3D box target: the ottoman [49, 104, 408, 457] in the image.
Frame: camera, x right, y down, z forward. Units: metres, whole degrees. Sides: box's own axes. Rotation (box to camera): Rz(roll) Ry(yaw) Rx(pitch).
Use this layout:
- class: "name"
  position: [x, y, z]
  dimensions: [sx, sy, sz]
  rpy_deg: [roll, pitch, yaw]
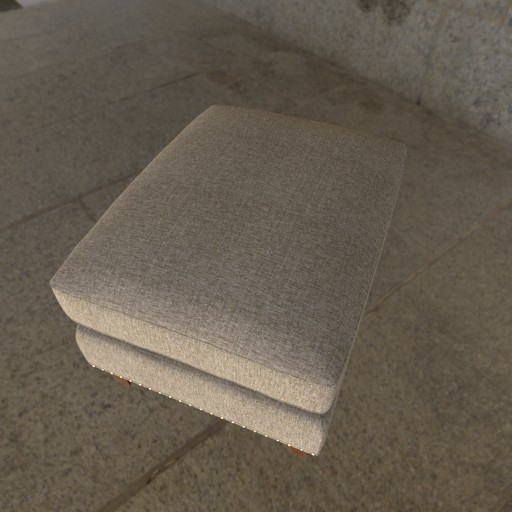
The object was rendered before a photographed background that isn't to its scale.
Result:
- class: "ottoman"
  position: [0.000, 0.000, 1.125]
  dimensions: [0.584, 0.513, 0.741]
  rpy_deg: [17, 50, 15]
